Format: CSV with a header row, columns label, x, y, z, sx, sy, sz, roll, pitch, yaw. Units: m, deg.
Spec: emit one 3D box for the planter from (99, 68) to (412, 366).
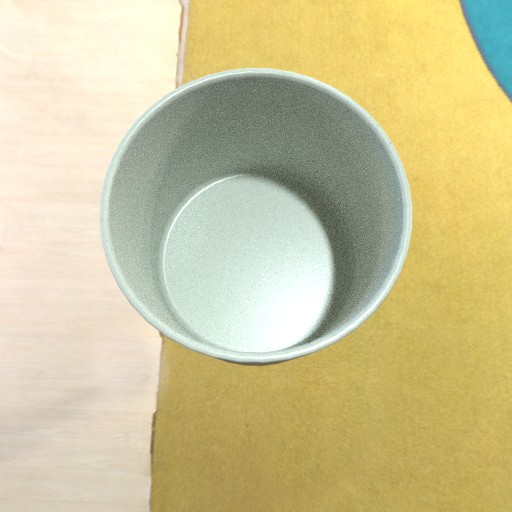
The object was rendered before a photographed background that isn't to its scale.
label,x,y,z,sx,sy,sz,roll,pitch,yaw
planter,0.000,0.000,0.399,0.192,0.263,0.192,0,75,0
